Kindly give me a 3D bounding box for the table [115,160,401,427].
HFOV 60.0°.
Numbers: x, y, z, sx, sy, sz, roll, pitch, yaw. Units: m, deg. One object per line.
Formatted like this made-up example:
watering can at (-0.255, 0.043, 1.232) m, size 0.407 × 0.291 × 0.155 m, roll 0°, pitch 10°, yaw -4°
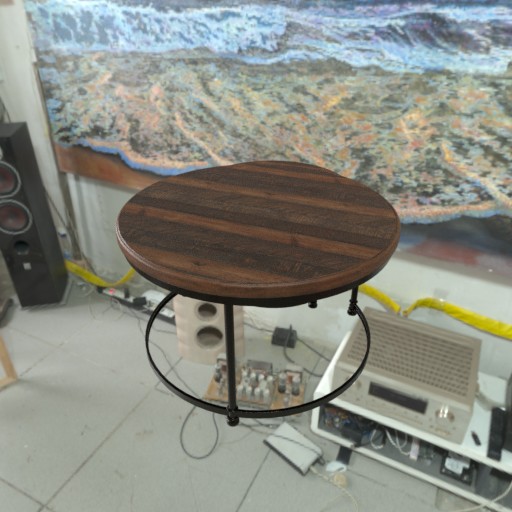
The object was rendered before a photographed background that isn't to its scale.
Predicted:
table at (0.000, 0.000, 1.648) m, size 0.870 × 0.516 × 1.152 m, roll -1°, pitch 30°, yaw -2°
